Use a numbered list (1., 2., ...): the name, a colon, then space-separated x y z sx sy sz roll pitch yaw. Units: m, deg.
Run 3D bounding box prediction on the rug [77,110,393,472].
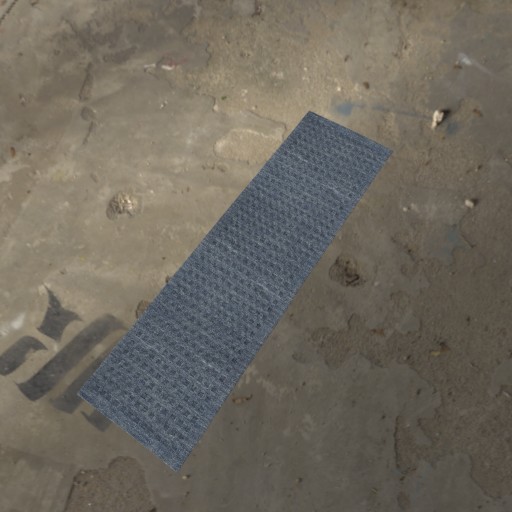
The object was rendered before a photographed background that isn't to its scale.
1. rug: 0.000 0.000 2.747 0.688 0.008 2.443 31 68 14
